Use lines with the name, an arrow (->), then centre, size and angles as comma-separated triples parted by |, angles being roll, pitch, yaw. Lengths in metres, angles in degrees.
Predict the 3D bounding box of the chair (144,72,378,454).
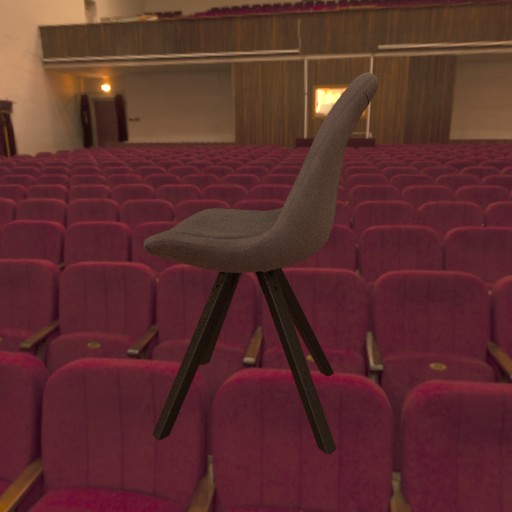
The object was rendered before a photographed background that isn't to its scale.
chair -> 0.000, 0.000, 1.161 | 0.550, 0.850, 0.476 | 2, 14, 9
